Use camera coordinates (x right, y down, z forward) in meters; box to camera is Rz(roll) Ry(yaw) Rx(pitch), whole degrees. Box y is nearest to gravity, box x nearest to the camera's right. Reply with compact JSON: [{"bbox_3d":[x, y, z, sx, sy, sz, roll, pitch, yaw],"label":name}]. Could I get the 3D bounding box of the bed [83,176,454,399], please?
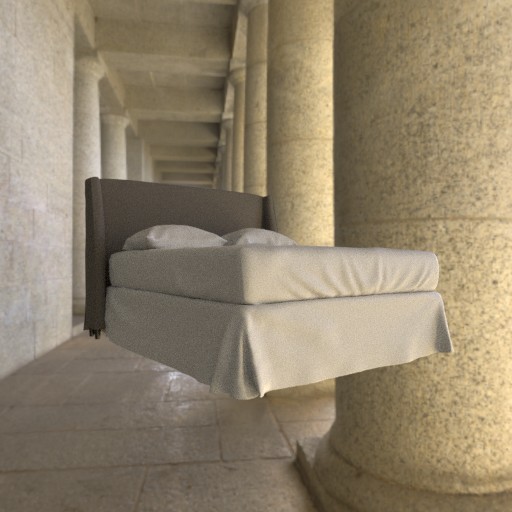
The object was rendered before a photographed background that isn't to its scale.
[{"bbox_3d":[0.000,0.000,3.349,1.925,1.332,2.276,0,-1,-36],"label":"bed"}]
